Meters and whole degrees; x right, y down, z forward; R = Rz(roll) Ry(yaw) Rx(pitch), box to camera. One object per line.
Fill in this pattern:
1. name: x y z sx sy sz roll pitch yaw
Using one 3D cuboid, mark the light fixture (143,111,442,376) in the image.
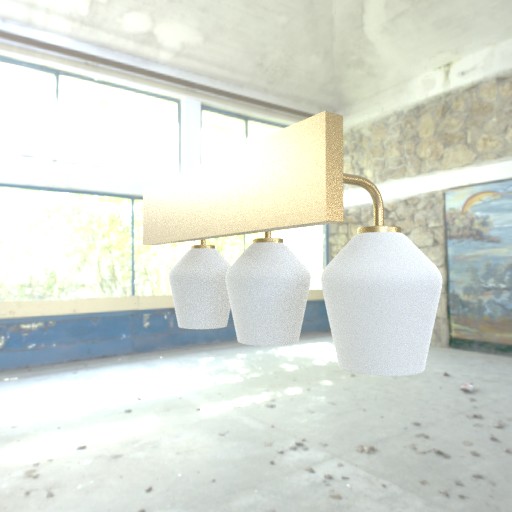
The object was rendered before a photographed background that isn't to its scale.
1. light fixture: 0.000 0.000 0.723 0.190 0.280 0.609 1 -2 -34
